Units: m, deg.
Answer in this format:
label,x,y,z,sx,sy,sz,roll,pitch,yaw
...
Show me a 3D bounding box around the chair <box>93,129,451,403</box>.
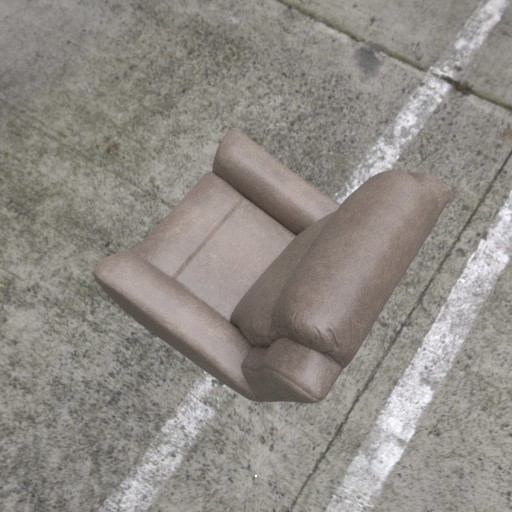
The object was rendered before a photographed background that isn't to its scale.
label,x,y,z,sx,sy,sz,roll,pitch,yaw
chair,0.000,0.000,1.870,1.068,1.116,0.967,33,68,15
